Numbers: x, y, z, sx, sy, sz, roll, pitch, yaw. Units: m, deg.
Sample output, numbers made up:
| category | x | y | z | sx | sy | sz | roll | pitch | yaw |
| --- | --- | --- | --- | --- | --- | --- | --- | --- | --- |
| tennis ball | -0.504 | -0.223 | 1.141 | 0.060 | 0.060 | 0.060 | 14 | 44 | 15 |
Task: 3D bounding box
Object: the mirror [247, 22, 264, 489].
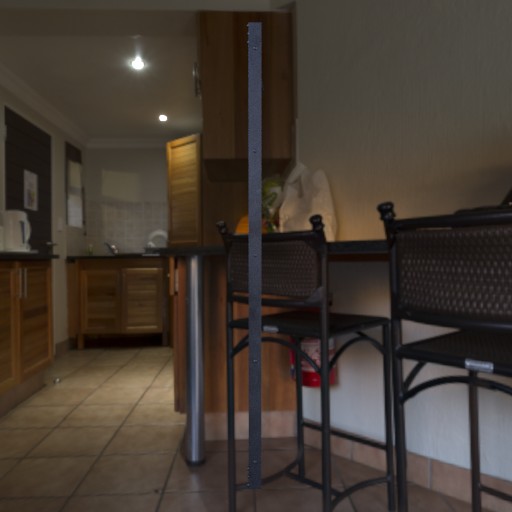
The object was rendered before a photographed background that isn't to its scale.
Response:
| category | x | y | z | sx | sy | sz | roll | pitch | yaw |
| --- | --- | --- | --- | --- | --- | --- | --- | --- | --- |
| mirror | 0.000 | 0.000 | 1.195 | 0.042 | 1.080 | 0.354 | 0 | 1 | 0 |
